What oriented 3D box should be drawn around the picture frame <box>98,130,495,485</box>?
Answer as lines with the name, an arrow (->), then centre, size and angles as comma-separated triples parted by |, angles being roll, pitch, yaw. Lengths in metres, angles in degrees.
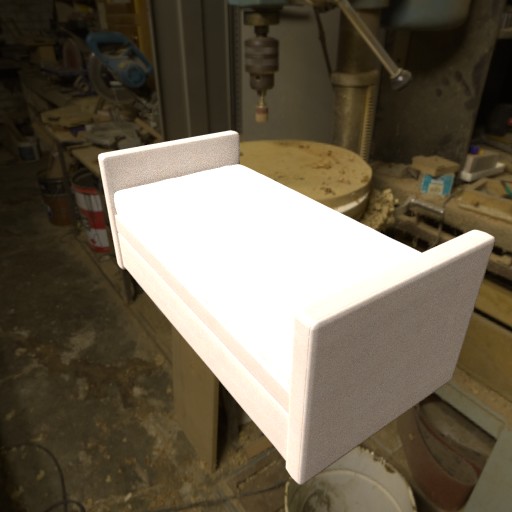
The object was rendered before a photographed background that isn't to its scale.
picture frame -> 0.000, 0.000, 2.655 | 1.069, 0.891, 2.161 | -19, 36, -30
